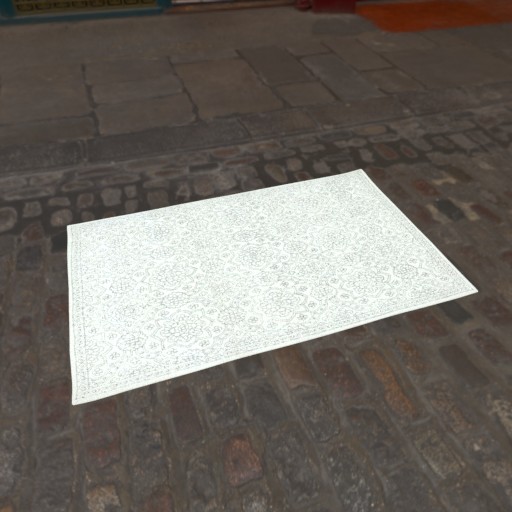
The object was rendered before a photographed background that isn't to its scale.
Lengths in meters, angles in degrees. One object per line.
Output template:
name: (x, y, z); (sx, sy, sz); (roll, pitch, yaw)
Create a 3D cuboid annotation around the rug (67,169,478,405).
rug: (0.000, 0.000, 3.008); (2.434, 0.023, 1.518); (-13, 44, -14)
